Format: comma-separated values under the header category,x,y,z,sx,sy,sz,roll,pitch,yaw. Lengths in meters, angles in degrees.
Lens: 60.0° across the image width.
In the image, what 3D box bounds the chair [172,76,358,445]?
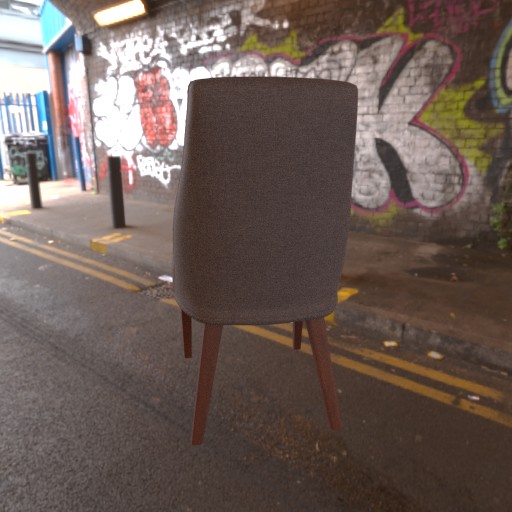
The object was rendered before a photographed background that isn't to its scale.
category,x,y,z,sx,sy,sz,roll,pitch,yaw
chair,0.000,0.000,1.319,0.500,0.930,0.620,-2,15,-9
